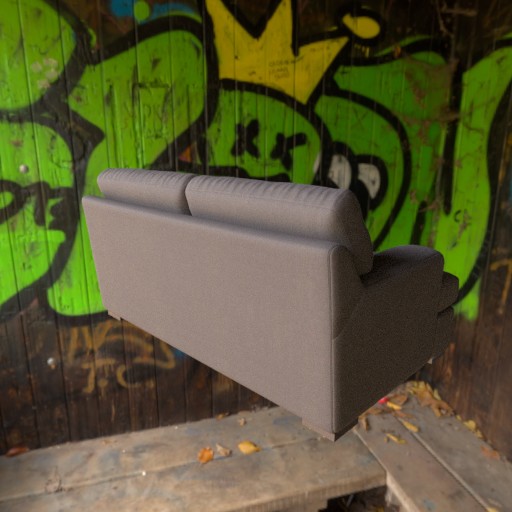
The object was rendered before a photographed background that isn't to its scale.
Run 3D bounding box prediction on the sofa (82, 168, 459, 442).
[{"bbox_3d":[0.000,0.000,2.464,1.880,0.940,1.143,15,21,43],"label":"sofa"}]
